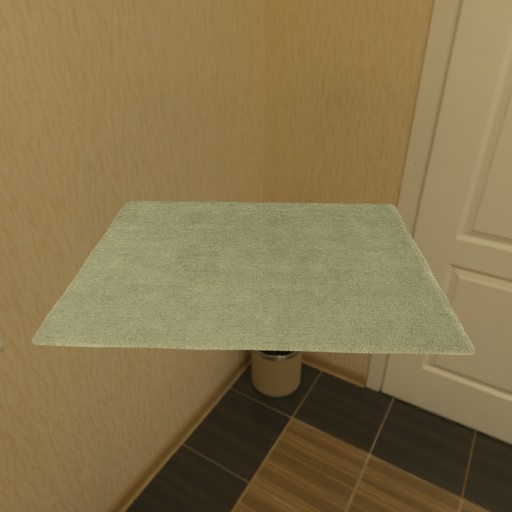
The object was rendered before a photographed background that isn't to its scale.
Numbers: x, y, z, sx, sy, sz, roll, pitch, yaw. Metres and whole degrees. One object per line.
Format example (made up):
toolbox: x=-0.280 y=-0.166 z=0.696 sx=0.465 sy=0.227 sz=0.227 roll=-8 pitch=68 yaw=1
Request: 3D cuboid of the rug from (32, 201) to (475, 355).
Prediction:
rug: x=0.000 y=0.000 z=3.851 sx=2.933 sy=0.027 sz=2.332 roll=1 pitch=31 yaw=2
